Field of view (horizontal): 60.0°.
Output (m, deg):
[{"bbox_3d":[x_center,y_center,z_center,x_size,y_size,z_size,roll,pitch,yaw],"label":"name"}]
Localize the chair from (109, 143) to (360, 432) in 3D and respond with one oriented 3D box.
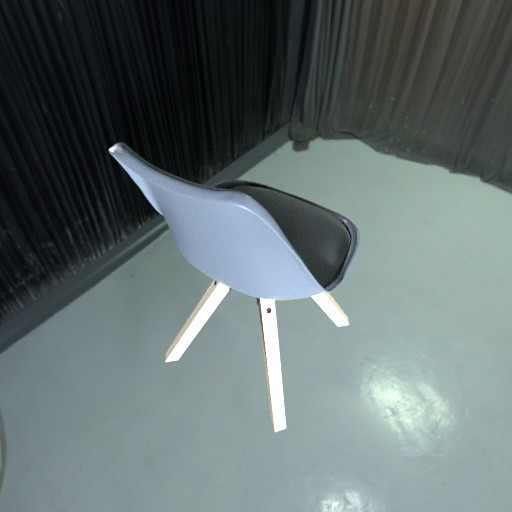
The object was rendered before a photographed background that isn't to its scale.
[{"bbox_3d":[0.000,0.000,1.172,0.485,0.850,0.550,25,51,22],"label":"chair"}]
